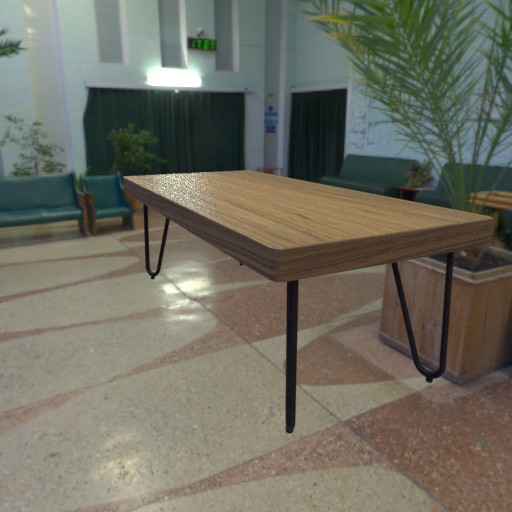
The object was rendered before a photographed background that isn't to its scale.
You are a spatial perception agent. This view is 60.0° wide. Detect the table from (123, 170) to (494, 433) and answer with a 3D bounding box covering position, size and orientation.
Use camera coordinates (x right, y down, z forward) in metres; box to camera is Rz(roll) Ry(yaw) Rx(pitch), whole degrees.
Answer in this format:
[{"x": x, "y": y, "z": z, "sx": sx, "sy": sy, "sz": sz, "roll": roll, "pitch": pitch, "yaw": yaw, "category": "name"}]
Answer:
[{"x": 0.000, "y": 0.000, "z": 1.602, "sx": 0.637, "sy": 0.468, "sz": 1.375, "roll": -8, "pitch": 18, "yaw": -26, "category": "table"}]
